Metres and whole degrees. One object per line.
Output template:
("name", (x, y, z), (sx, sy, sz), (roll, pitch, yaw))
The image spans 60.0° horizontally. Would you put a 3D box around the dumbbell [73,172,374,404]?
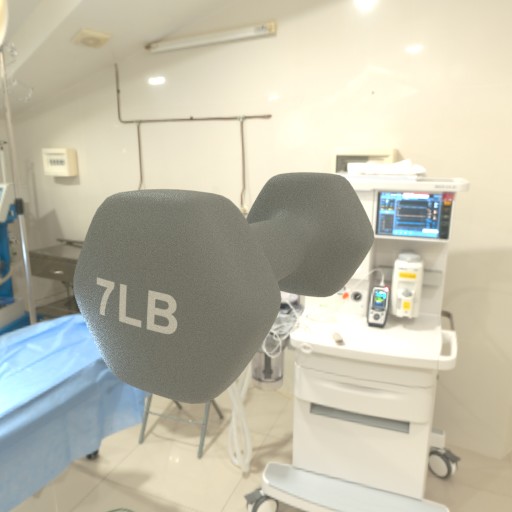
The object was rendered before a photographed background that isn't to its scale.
("dumbbell", (0.000, 0.000, 0.236), (0.090, 0.081, 0.184), (7, 16, 28))
